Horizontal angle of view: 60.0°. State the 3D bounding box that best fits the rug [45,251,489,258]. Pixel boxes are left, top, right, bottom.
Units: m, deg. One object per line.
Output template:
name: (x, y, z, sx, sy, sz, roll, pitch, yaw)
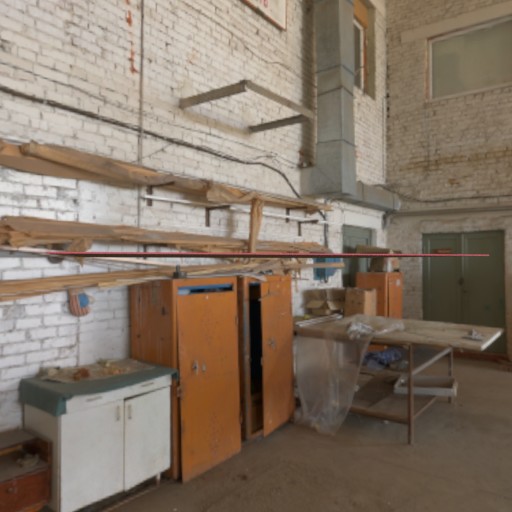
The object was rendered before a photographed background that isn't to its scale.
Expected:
rug: (0.000, 0.000, 2.294, 1.814, 0.008, 1.209, 0, -1, -17)
